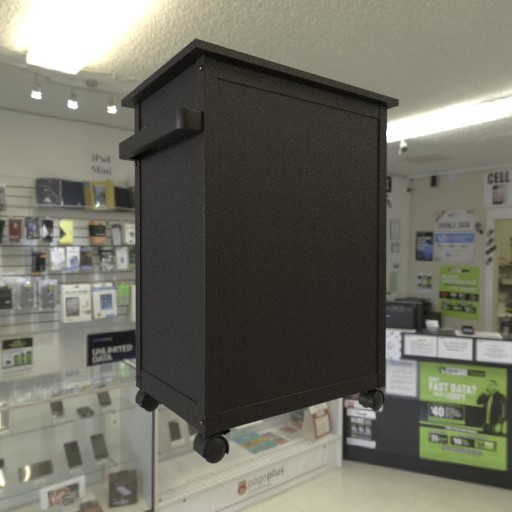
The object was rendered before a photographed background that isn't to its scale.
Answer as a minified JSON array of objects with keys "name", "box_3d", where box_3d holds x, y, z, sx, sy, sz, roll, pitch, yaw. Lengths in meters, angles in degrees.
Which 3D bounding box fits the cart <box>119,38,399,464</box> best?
[{"name":"cart","box_3d":[0.000,0.000,1.250,0.660,0.879,0.456,-1,1,-35]}]
